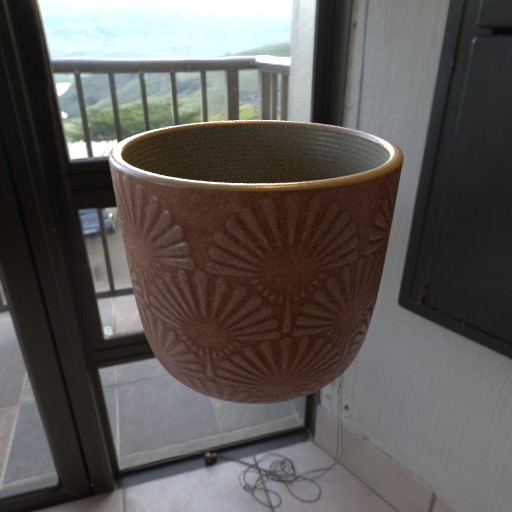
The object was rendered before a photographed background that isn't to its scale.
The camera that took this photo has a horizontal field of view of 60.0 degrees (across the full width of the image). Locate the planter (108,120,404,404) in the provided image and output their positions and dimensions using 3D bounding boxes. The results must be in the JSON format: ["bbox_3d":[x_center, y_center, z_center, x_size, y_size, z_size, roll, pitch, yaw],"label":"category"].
[{"bbox_3d":[0.000,0.000,0.217,0.124,0.109,0.124,0,26,0],"label":"planter"}]
